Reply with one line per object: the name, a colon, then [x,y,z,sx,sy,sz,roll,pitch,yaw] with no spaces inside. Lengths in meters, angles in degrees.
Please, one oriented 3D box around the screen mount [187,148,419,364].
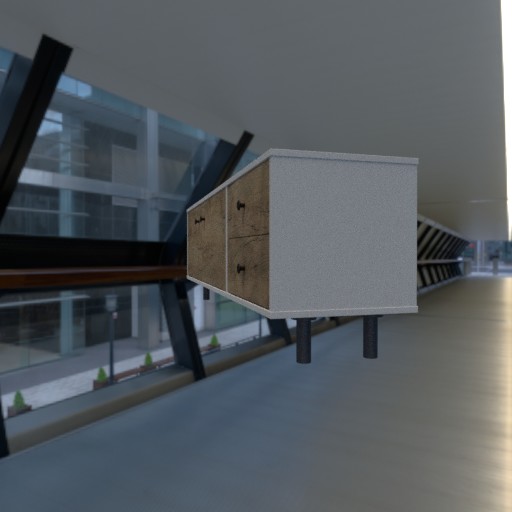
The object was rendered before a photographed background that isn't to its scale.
screen mount: [0.000,0.000,1.858,0.418,0.520,1.600,0,1,-16]
